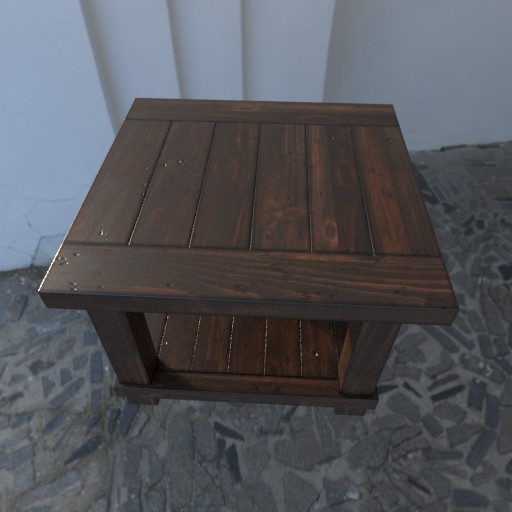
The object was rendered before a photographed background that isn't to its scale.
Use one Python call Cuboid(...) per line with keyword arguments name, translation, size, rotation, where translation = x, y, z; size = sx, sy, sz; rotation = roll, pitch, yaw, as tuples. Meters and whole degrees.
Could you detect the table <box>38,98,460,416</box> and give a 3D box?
Cuboid(name="table", translation=(0.000, 0.000, 0.995), size=(0.606, 0.437, 0.593), rotation=(2, 46, 2))
